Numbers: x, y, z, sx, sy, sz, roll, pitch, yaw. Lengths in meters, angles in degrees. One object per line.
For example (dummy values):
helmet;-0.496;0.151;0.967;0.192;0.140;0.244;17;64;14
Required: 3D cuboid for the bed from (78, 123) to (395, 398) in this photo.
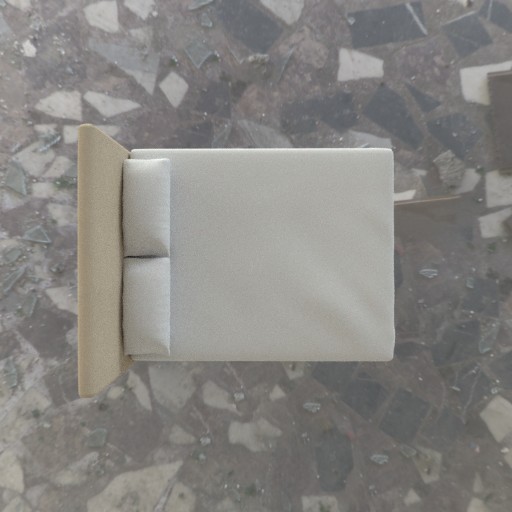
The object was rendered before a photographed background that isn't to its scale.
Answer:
bed;0.000;0.000;3.270;2.142;1.330;1.723;0;90;1
